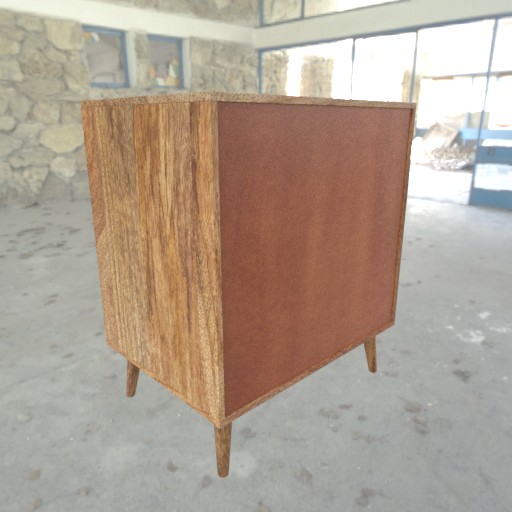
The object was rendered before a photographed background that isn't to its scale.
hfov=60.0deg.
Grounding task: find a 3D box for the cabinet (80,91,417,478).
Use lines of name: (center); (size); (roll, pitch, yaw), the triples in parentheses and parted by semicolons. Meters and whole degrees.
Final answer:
cabinet: (0.000, 0.000, 1.153); (0.647, 0.758, 0.473); (-16, 23, -42)
